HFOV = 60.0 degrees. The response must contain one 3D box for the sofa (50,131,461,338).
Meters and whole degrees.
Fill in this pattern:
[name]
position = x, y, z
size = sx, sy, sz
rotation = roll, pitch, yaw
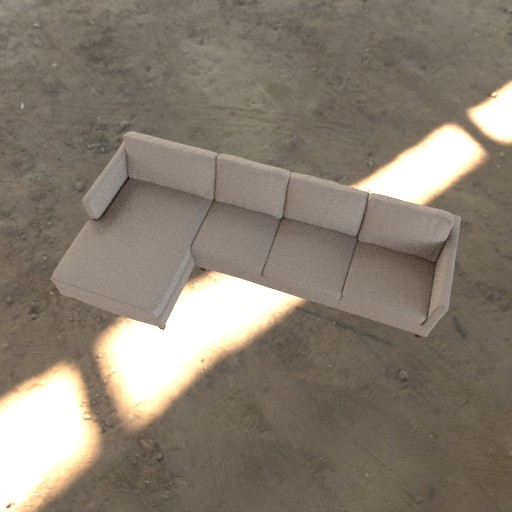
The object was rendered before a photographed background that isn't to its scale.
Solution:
[sofa]
position = 0.000, 0.000, 3.879
size = 3.186, 0.846, 1.625
rotation = 17, 60, 10
